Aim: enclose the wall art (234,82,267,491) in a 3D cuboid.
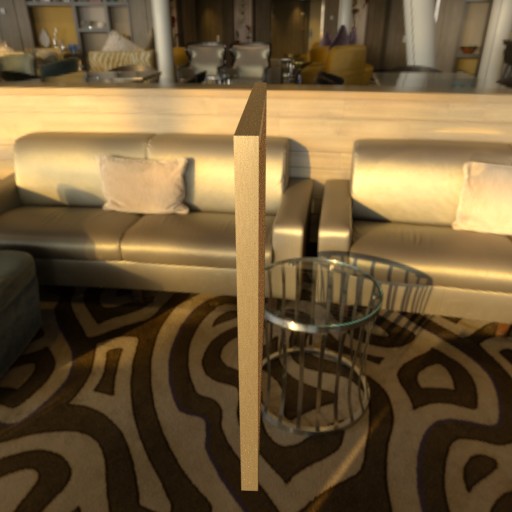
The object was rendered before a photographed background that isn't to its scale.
[{"bbox_3d":[0.000,0.000,1.142,0.036,0.765,0.767,1,27,2],"label":"wall art"}]
